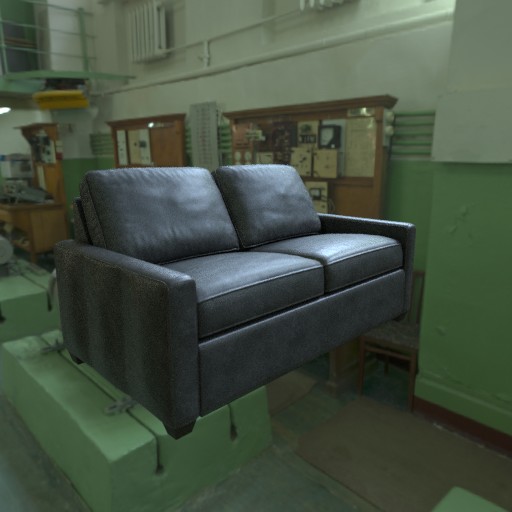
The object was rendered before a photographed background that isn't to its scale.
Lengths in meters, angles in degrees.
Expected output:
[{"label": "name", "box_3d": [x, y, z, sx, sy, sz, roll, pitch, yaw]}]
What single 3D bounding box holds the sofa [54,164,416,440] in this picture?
[{"label": "sofa", "box_3d": [0.000, 0.000, 2.318, 1.732, 0.916, 0.939, -12, 18, -44]}]
